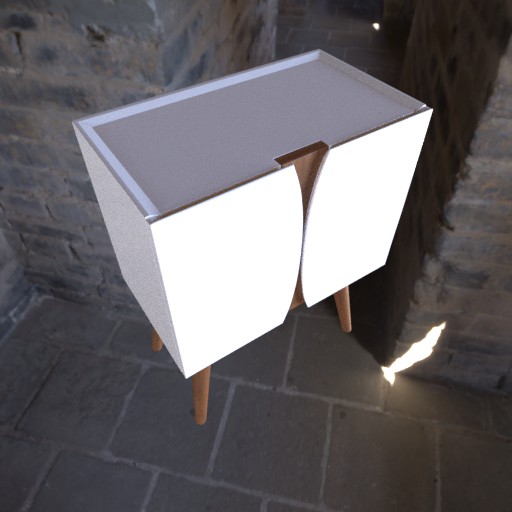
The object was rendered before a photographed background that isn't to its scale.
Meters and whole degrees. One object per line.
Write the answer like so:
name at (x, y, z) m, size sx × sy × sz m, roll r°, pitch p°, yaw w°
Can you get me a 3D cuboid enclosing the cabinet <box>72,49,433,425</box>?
cabinet at (0.000, 0.000, 1.112) m, size 0.591 × 0.772 × 0.344 m, roll -26°, pitch 52°, yaw -23°
